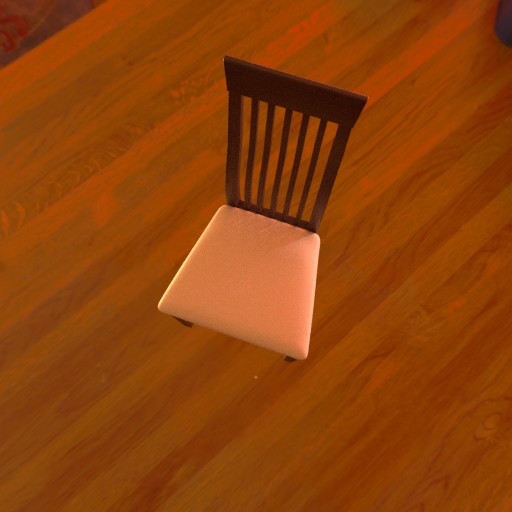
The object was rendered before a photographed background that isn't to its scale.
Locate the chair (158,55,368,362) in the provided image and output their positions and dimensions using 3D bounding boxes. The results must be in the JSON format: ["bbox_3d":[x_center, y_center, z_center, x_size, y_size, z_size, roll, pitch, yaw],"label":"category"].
[{"bbox_3d":[0.000,0.000,1.289,0.460,1.027,0.474,18,76,5],"label":"chair"}]
